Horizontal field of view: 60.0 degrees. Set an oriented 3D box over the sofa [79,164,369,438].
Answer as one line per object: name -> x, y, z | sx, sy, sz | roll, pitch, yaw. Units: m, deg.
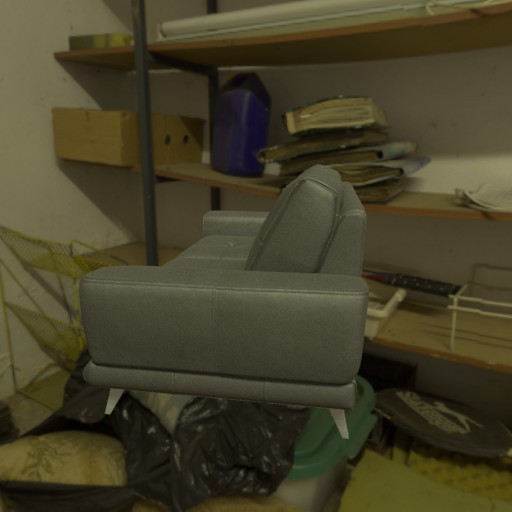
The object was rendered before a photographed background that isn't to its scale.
sofa -> 0.000, 0.000, 2.323 | 1.018, 0.907, 1.806 | 2, 14, 9
